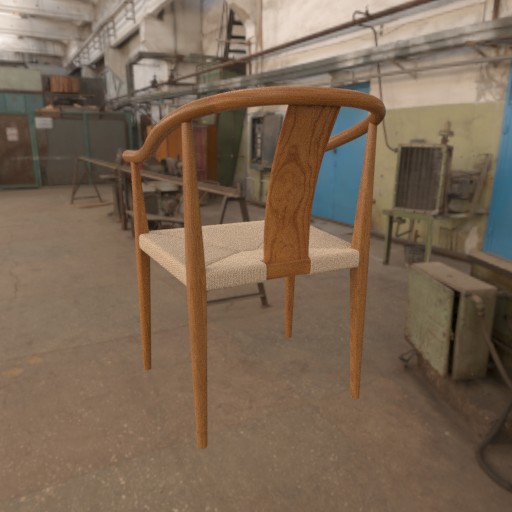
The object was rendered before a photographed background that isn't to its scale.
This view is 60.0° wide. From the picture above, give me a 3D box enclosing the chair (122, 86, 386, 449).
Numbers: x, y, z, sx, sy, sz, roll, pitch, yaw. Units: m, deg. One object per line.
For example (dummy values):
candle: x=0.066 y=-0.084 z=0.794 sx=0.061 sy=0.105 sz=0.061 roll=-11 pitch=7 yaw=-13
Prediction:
chair: x=0.000 y=0.000 z=1.186 sx=0.556 sy=0.800 sz=0.579 roll=-7 pitch=17 yaw=-26
